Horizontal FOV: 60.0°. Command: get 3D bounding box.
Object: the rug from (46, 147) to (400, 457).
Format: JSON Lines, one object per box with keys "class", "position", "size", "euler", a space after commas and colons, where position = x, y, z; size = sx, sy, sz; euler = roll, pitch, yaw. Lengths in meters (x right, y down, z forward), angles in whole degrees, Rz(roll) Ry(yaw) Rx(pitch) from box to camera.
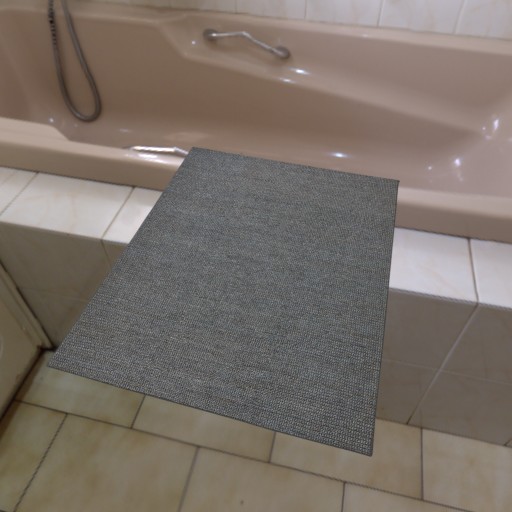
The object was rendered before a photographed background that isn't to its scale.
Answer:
{"class": "rug", "position": [0.000, 0.000, 4.131], "size": [2.456, 0.021, 3.068], "euler": [12, 48, 11]}
